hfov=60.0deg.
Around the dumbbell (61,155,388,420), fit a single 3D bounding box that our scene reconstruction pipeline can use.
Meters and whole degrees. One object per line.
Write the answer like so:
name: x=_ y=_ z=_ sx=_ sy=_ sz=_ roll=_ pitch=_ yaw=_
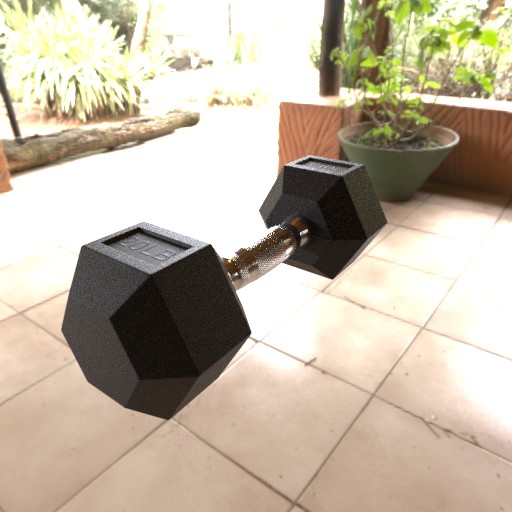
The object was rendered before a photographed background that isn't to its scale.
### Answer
dumbbell: x=0.000 y=0.000 z=0.353 sx=0.116 sy=0.101 sz=0.297 roll=19 pitch=32 yaw=32
